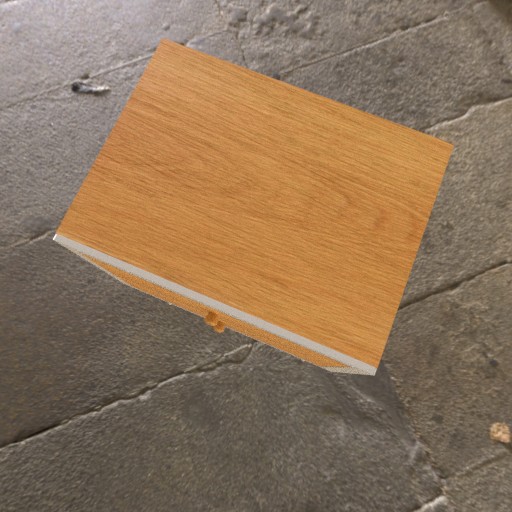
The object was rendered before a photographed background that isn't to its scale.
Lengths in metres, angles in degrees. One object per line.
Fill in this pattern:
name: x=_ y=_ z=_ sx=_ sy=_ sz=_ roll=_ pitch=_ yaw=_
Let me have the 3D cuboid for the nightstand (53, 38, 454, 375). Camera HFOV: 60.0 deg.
nightstand: x=0.000 y=0.000 z=0.825 sx=0.400 sy=0.601 sz=0.316 roll=22 pitch=77 yaw=5
